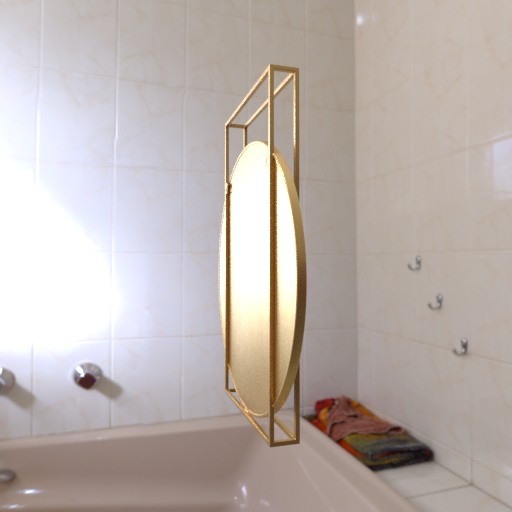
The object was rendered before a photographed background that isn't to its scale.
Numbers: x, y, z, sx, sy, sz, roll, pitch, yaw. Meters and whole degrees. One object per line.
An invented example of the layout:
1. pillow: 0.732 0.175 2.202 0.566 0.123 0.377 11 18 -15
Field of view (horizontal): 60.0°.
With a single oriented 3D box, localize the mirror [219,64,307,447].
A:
1. mirror: 0.000 0.000 0.854 0.051 0.603 0.508 0 -1 -17
